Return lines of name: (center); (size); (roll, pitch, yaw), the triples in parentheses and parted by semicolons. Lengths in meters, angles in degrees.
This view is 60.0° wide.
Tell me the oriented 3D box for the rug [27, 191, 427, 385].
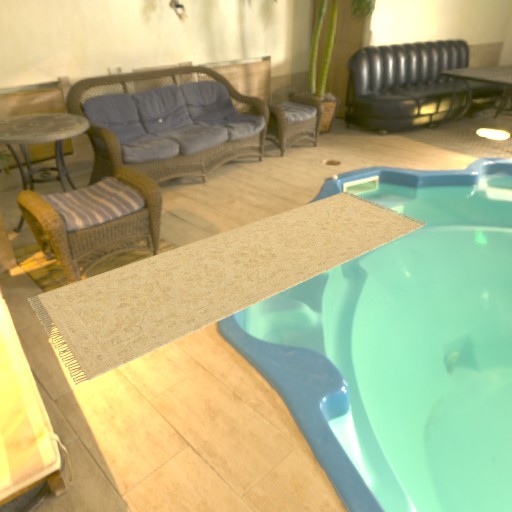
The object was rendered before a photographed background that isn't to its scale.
rug: (0.000, 0.000, 2.820); (2.544, 0.015, 0.795); (-21, 36, -32)
